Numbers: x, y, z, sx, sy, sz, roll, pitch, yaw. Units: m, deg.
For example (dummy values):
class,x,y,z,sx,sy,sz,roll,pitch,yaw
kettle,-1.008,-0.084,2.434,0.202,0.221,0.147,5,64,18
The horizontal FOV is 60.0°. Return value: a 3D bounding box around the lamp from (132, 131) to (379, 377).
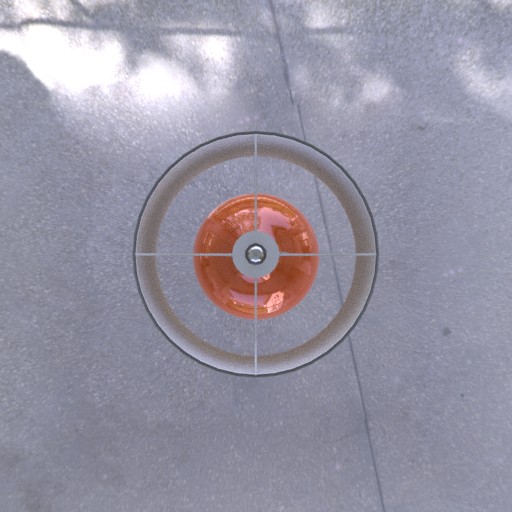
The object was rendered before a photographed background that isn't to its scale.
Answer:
class,x,y,z,sx,sy,sz,roll,pitch,yaw
lamp,0.000,0.000,0.561,0.247,0.387,0.247,0,90,0
